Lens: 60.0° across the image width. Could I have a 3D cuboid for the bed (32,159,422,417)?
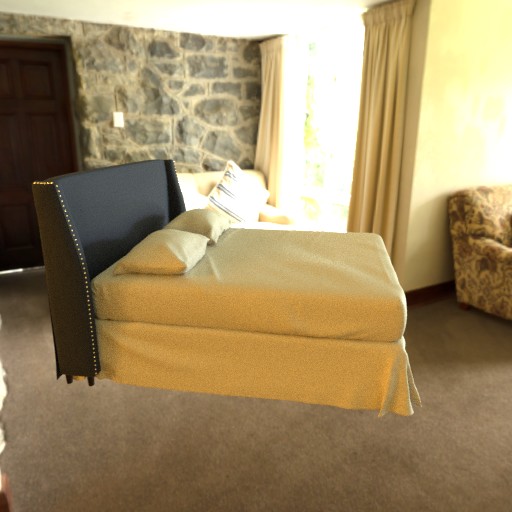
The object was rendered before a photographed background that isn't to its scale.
[{"bbox_3d":[0.000,0.000,3.386,2.276,1.332,1.925,3,17,10],"label":"bed"}]
